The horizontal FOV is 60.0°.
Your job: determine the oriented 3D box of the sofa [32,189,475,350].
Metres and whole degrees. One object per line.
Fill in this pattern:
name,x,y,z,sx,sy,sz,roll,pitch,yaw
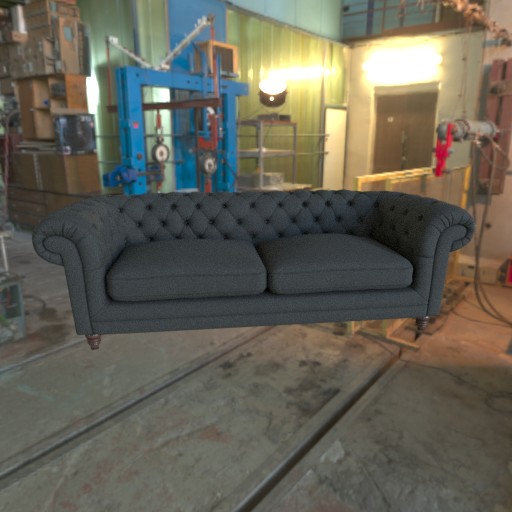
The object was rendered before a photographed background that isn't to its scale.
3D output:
sofa,0.000,0.000,2.823,2.362,0.762,0.991,-2,15,-7
